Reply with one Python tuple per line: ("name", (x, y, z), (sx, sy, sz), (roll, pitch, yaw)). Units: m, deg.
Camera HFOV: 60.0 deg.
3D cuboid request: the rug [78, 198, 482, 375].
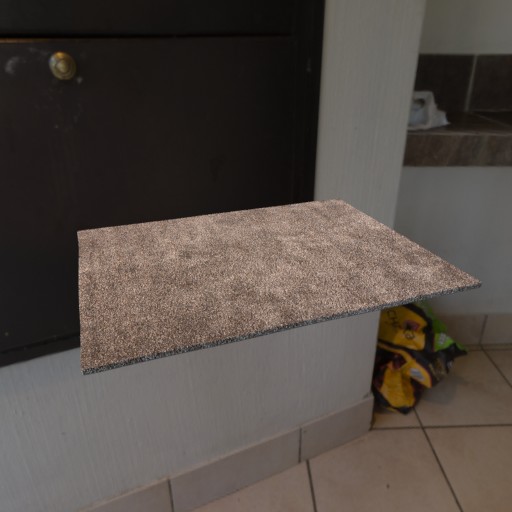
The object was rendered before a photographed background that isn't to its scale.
("rug", (0.000, 0.000, 2.129), (1.601, 0.025, 1.198), (-9, 27, -18))
